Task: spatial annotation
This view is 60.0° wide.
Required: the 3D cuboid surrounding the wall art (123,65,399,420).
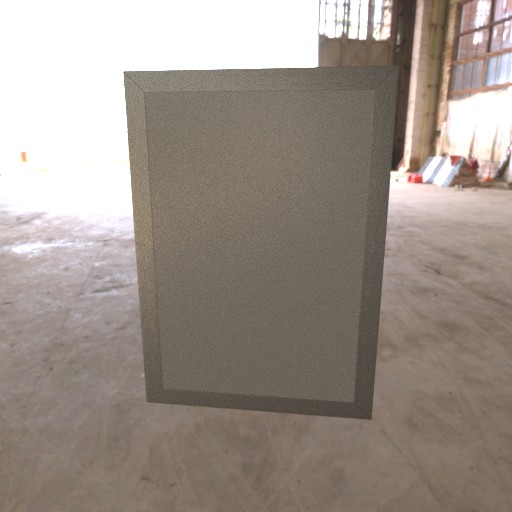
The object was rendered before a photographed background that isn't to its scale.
[{"bbox_3d":[0.000,0.000,0.673,0.376,0.529,0.013,2,15,7],"label":"wall art"}]
